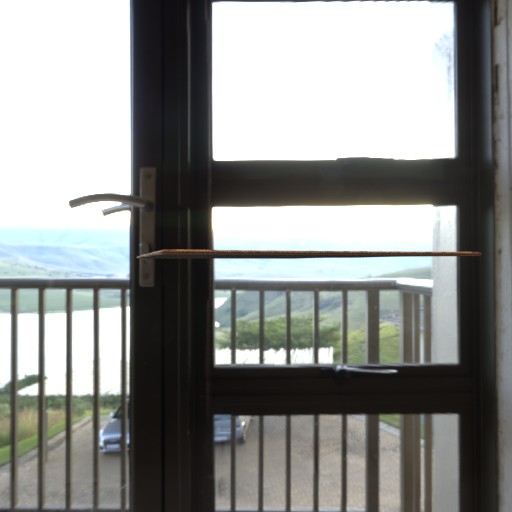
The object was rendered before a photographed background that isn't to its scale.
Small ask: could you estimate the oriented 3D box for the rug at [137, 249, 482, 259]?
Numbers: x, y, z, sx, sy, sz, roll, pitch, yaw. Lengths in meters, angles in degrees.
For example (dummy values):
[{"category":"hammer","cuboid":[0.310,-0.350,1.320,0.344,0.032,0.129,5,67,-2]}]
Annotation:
[{"category":"rug","cuboid":[0.000,0.000,3.079,1.521,0.023,2.464,0,-1,-17]}]
